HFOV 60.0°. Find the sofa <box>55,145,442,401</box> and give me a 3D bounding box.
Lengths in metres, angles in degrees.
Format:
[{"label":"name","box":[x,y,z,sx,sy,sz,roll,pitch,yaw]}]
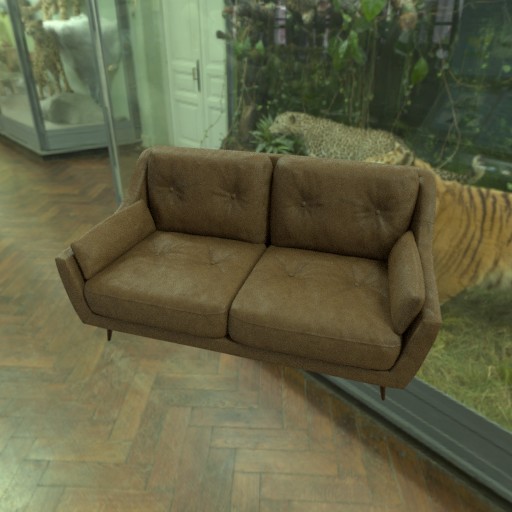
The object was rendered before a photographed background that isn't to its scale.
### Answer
[{"label":"sofa","box":[0.000,0.000,2.295,1.731,0.886,0.981,8,29,15]}]
